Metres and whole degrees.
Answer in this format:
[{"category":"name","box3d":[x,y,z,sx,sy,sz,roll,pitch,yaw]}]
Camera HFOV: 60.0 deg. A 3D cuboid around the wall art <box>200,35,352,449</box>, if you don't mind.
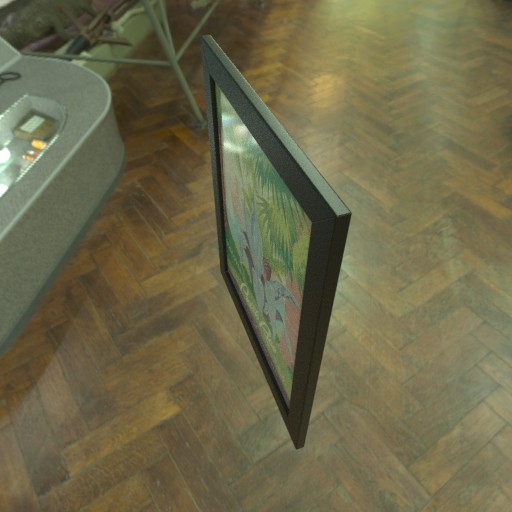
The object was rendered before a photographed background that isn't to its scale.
[{"category":"wall art","box3d":[0.000,0.000,0.784,0.018,0.582,0.481,-15,48,-14]}]
